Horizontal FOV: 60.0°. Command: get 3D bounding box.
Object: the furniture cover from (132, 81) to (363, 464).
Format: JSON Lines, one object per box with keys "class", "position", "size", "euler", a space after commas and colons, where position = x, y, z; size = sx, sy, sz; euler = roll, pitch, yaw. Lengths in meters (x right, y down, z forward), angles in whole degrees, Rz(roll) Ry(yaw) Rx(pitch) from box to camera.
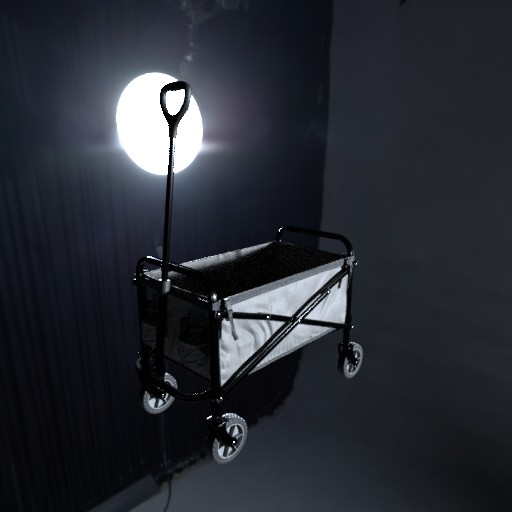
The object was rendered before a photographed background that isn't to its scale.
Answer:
{"class": "furniture cover", "position": [0.000, 0.000, 1.838], "size": [0.532, 1.295, 1.038], "euler": [14, 20, 42]}
